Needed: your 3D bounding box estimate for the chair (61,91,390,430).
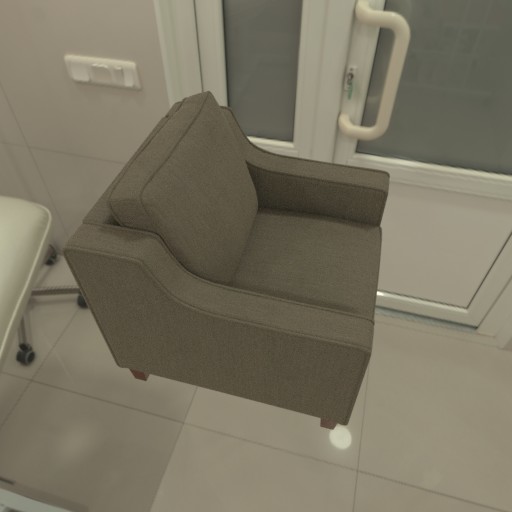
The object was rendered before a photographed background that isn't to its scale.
[{"bbox_3d":[0.000,0.000,1.665,0.909,0.960,0.831,11,49,10],"label":"chair"}]
